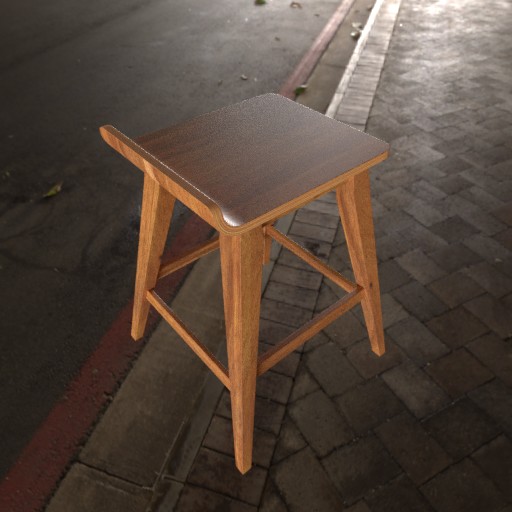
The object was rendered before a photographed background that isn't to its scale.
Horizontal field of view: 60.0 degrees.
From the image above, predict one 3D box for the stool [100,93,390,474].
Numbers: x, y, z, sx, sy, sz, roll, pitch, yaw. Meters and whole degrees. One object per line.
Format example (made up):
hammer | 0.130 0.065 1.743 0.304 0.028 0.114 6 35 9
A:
stool | 0.000 0.000 1.014 0.500 0.650 0.500 -30 49 -29
